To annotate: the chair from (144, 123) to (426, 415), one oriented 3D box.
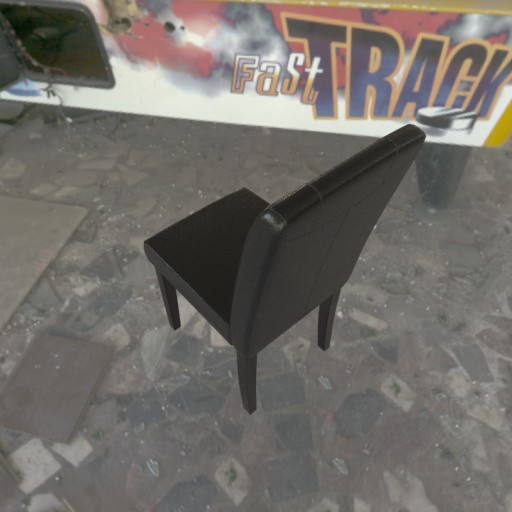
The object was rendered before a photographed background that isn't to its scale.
[{"bbox_3d":[0.000,0.000,1.208,0.399,0.897,0.556,-33,55,-27],"label":"chair"}]
